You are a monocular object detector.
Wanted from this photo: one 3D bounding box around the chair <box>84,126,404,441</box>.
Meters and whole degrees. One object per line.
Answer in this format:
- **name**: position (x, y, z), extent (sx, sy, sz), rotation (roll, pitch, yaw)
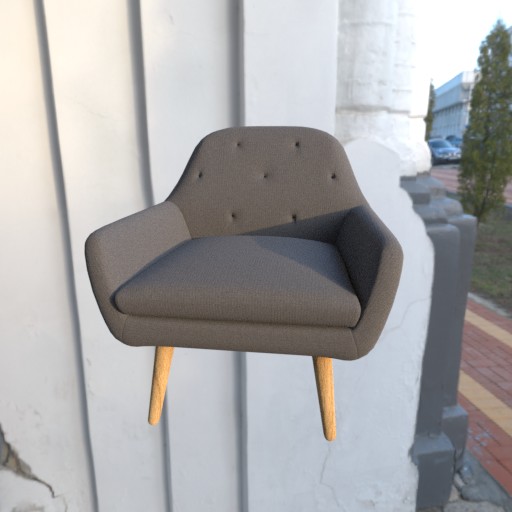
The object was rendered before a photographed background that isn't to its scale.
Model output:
- **chair**: position (0.000, 0.000, 1.394), extent (0.770, 0.800, 0.779), rotation (2, 15, 8)
